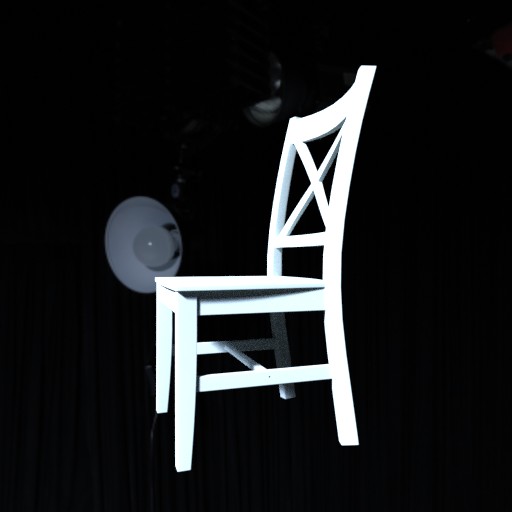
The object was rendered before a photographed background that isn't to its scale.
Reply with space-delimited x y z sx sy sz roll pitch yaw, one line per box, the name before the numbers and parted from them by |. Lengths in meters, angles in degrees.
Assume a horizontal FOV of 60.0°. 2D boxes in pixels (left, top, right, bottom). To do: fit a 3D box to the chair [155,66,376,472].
chair | 0.000 0.000 1.295 0.542 0.983 0.485 0 0 -19
